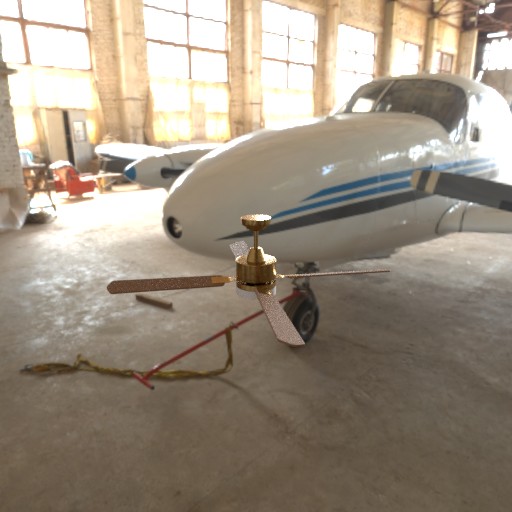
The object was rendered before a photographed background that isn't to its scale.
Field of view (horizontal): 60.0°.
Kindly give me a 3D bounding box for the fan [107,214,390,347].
[{"bbox_3d":[0.000,0.000,2.013,1.320,0.355,1.320,-3,17,-10],"label":"fan"}]
